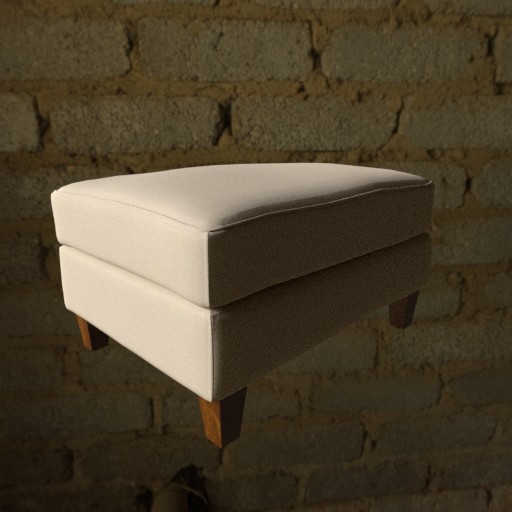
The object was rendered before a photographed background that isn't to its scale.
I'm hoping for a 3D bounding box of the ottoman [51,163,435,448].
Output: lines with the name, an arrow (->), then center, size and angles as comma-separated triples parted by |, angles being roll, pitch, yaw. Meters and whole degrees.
ottoman -> 0.000, 0.000, 1.182 | 0.634, 0.485, 0.818 | 16, 23, 42
